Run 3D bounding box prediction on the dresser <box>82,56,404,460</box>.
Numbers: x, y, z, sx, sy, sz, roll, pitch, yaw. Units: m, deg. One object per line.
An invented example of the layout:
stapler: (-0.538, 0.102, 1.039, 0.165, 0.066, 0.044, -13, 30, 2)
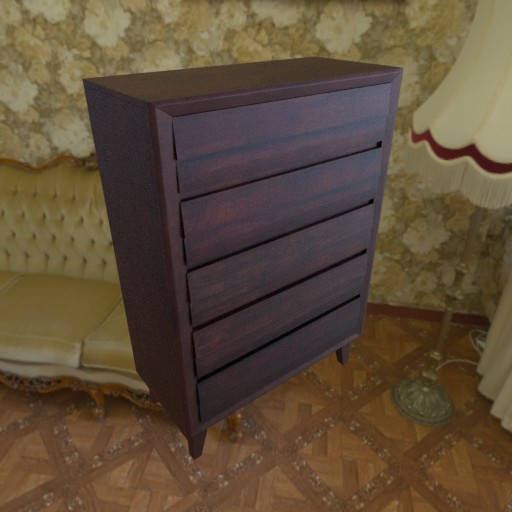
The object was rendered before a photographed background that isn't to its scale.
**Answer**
dresser: (0.000, 0.000, 1.966, 1.072, 1.514, 0.506, -21, 36, -32)
